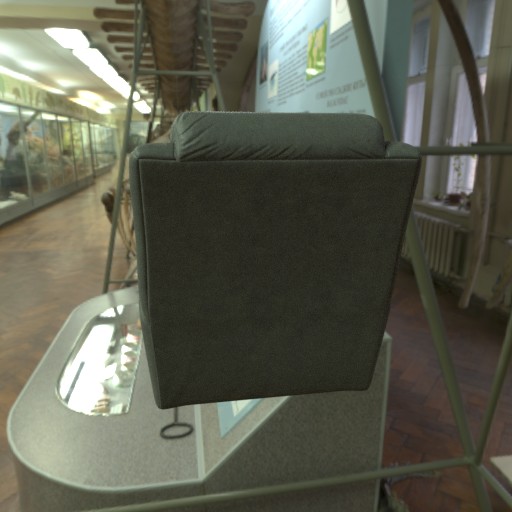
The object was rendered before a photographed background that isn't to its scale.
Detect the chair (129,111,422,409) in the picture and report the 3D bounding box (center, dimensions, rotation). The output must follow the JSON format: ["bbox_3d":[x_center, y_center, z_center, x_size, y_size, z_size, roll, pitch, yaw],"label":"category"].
[{"bbox_3d":[0.000,0.000,1.890,0.965,1.116,1.068,-2,14,-9],"label":"chair"}]
